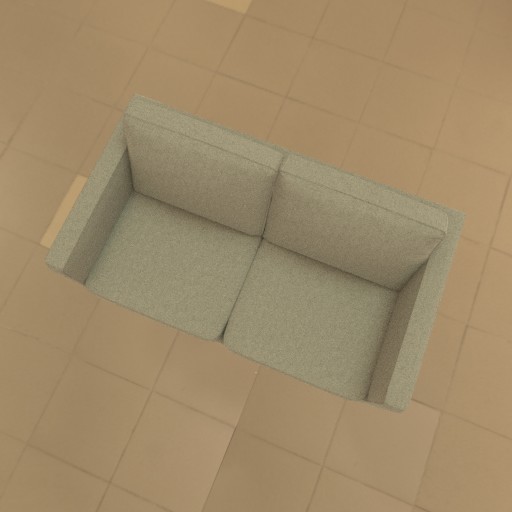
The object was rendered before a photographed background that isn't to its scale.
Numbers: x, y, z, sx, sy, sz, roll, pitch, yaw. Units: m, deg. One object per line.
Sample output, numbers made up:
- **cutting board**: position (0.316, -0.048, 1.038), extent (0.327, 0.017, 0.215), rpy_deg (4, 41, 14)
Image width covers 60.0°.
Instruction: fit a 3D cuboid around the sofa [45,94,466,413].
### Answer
- **sofa**: position (0.000, 0.000, 2.291), extent (1.731, 0.900, 1.000), rpy_deg (21, 76, 5)
